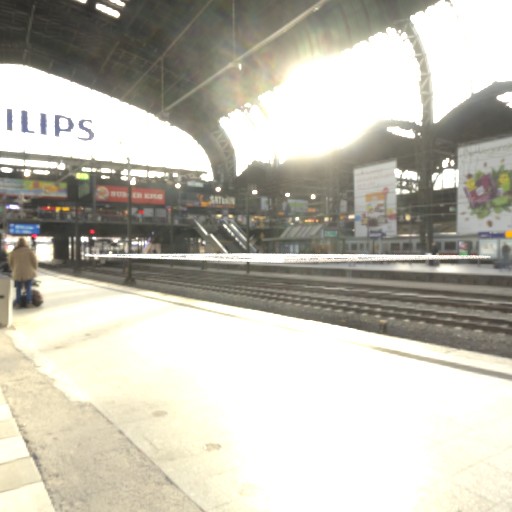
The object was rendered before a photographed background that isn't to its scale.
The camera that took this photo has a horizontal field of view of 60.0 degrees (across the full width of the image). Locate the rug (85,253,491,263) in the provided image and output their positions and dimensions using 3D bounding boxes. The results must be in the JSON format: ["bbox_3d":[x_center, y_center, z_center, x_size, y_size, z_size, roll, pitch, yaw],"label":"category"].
[{"bbox_3d":[0.000,0.000,2.882,1.514,0.014,2.275,-1,1,-37],"label":"rug"}]
